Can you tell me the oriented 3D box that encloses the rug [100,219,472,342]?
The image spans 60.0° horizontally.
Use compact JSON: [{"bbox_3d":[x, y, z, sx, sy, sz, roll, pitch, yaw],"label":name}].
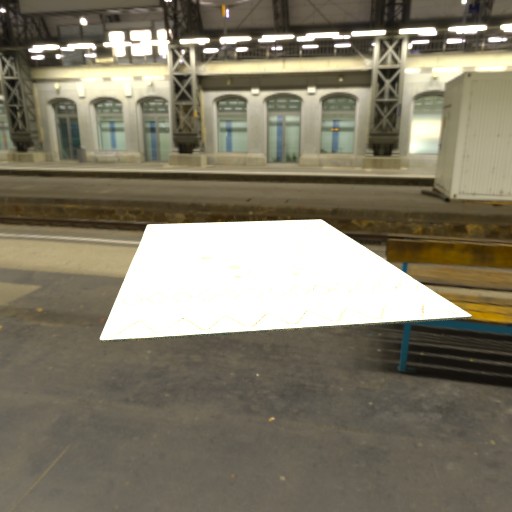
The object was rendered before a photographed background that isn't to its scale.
[{"bbox_3d":[0.000,0.000,2.326,1.260,0.009,1.820,-2,16,-8],"label":"rug"}]
